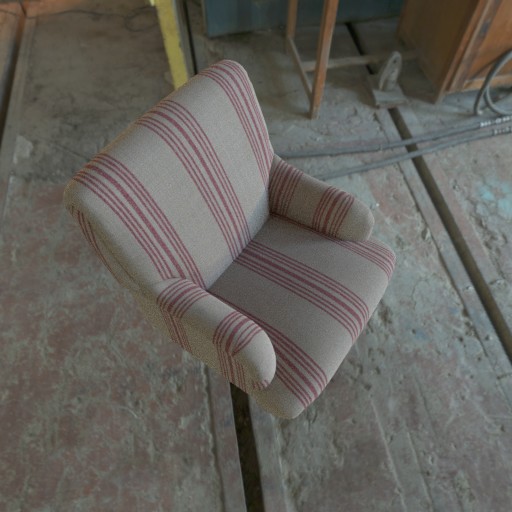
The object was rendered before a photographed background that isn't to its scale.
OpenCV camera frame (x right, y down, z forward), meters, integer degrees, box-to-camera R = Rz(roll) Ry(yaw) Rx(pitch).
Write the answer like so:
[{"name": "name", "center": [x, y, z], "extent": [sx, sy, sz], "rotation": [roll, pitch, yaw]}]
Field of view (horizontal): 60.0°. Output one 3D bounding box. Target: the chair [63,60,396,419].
[{"name": "chair", "center": [0.000, 0.000, 1.899], "extent": [1.058, 1.123, 0.933], "rotation": [31, 63, 18]}]
